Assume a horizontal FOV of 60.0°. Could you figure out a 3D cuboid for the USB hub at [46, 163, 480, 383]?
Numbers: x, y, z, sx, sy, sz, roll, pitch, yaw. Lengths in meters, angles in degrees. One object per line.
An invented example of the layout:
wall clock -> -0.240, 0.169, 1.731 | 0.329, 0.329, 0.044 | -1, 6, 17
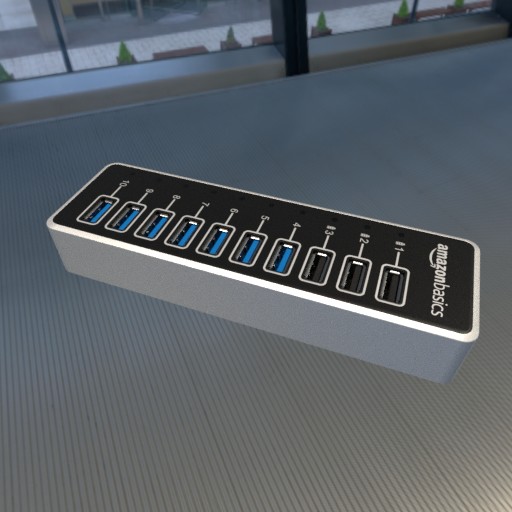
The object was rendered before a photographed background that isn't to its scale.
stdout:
USB hub -> 0.000, 0.000, 0.160 | 0.145, 0.023, 0.044 | 14, 46, 14
